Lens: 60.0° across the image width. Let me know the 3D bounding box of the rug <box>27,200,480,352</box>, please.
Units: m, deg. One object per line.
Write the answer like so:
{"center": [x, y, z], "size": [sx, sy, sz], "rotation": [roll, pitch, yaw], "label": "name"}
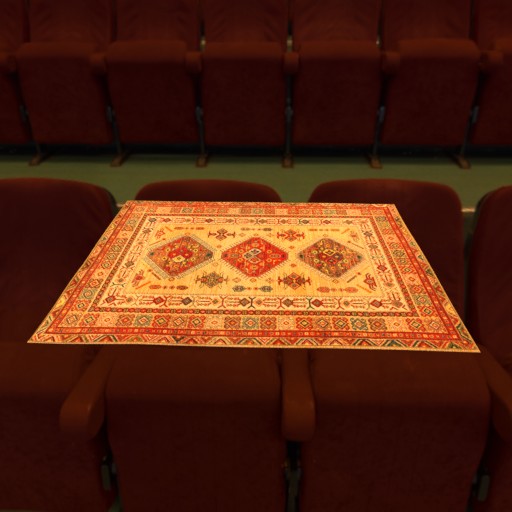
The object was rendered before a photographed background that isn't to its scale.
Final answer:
{"center": [0.000, 0.000, 4.038], "size": [3.067, 0.005, 2.460], "rotation": [1, 30, 2], "label": "rug"}
